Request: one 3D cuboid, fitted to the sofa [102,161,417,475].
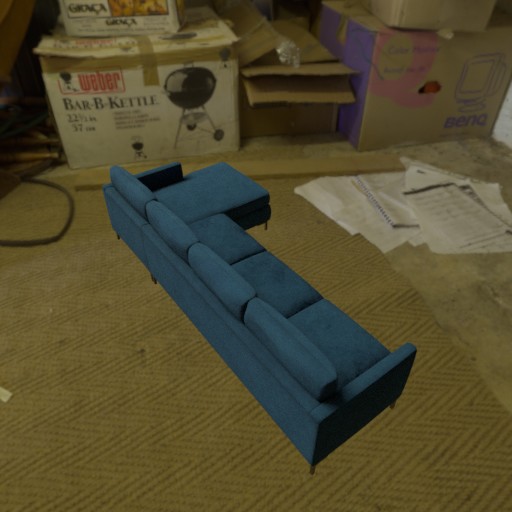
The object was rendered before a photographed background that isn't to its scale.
[{"bbox_3d":[0.000,0.000,3.533,1.350,0.810,2.932,-25,46,-27],"label":"sofa"}]
